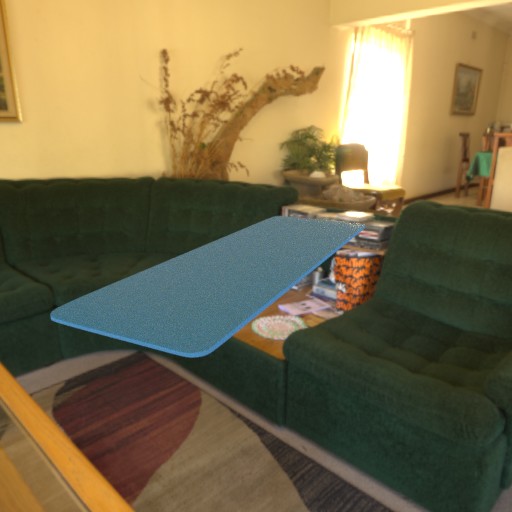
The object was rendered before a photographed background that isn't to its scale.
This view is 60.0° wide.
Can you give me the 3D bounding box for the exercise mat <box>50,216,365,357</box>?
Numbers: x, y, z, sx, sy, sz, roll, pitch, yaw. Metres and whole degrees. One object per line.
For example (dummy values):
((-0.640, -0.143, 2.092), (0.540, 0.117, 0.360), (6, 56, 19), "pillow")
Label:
((0.000, 0.000, 2.116), (0.616, 0.021, 1.869), (8, 18, 26), "exercise mat")
